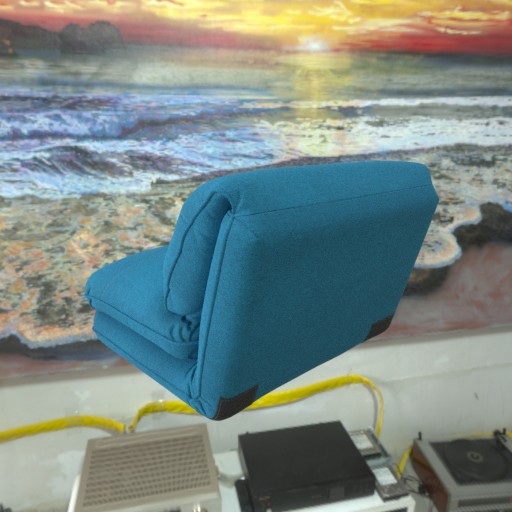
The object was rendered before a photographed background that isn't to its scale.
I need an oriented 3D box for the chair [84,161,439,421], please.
[{"bbox_3d":[0.000,0.000,1.364,0.820,0.580,0.780,-14,21,-42],"label":"chair"}]
